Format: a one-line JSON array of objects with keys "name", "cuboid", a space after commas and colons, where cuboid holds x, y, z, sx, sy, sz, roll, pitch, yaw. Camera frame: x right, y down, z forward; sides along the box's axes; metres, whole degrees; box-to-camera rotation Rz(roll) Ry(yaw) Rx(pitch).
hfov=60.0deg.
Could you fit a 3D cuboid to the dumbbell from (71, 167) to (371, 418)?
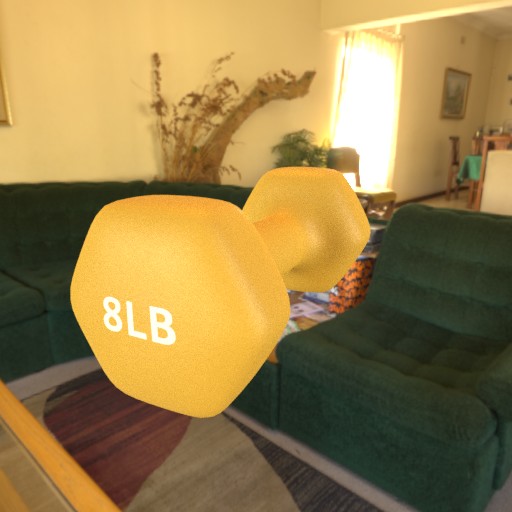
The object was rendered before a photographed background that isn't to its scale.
[{"name": "dumbbell", "cuboid": [0.000, 0.000, 0.237, 0.090, 0.082, 0.190, 8, 18, 25]}]
